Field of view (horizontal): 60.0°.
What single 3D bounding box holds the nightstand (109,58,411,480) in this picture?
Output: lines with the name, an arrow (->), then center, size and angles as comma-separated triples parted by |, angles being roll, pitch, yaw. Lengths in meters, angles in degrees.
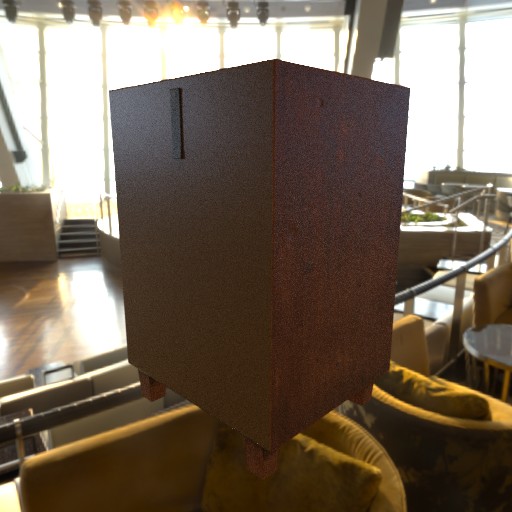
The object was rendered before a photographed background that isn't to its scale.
nightstand -> 0.000, 0.000, 0.977 | 0.465, 0.695, 0.410 | 13, 18, 43
